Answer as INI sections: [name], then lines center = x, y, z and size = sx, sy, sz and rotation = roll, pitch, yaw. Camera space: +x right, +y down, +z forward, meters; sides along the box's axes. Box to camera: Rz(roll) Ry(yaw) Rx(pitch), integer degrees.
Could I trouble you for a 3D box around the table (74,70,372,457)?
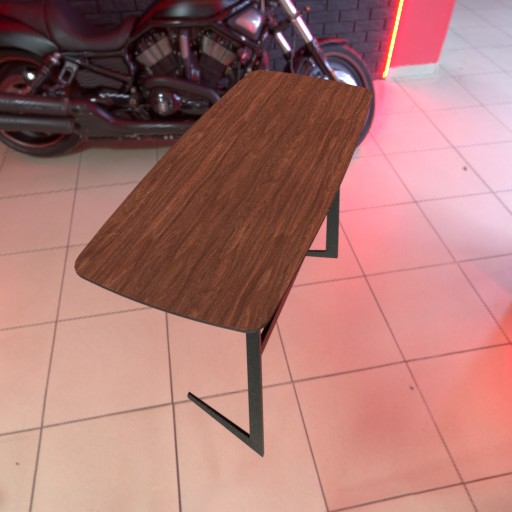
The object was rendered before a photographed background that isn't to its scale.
[table]
center = 0.000, 0.000, 1.111
size = 0.361, 0.576, 0.804
rotation = 16, 48, 15
